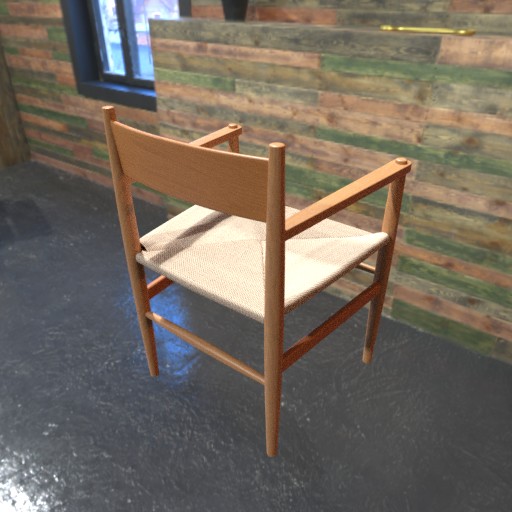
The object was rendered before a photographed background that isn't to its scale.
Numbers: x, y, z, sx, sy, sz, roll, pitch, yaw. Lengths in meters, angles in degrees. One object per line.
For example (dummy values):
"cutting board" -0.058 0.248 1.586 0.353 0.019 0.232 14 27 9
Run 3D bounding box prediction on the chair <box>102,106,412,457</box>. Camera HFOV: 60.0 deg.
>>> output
"chair" 0.000 0.000 1.137 0.556 0.762 0.495 22 37 32
